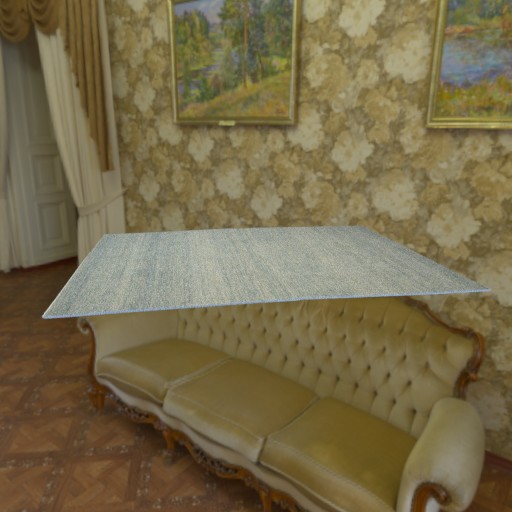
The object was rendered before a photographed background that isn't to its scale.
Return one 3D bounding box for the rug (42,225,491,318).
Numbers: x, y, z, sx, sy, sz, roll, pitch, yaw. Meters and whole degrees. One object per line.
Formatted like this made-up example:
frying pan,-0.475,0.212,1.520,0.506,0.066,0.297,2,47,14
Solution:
rug,0.000,0.000,4.296,3.237,0.046,2.461,-2,16,-9
